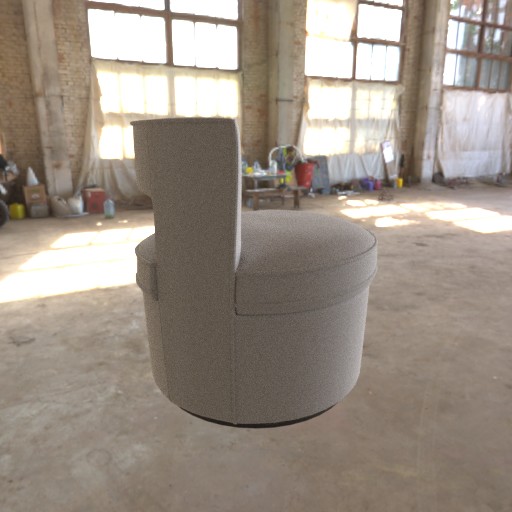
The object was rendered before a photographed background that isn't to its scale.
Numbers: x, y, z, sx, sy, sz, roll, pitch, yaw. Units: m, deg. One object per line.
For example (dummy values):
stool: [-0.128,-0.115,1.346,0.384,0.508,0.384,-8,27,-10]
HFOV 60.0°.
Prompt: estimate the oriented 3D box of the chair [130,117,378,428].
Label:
chair: [0.000,0.000,1.245,0.665,0.723,0.650,-2,15,-9]
